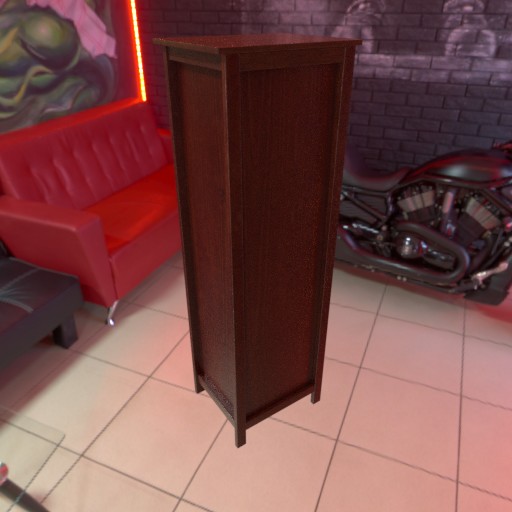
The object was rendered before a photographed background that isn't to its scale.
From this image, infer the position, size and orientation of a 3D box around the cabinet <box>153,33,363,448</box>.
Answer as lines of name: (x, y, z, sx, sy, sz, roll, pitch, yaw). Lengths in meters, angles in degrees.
cabinet: (0.000, 0.000, 1.722, 0.500, 1.518, 0.401, -19, 35, -29)
